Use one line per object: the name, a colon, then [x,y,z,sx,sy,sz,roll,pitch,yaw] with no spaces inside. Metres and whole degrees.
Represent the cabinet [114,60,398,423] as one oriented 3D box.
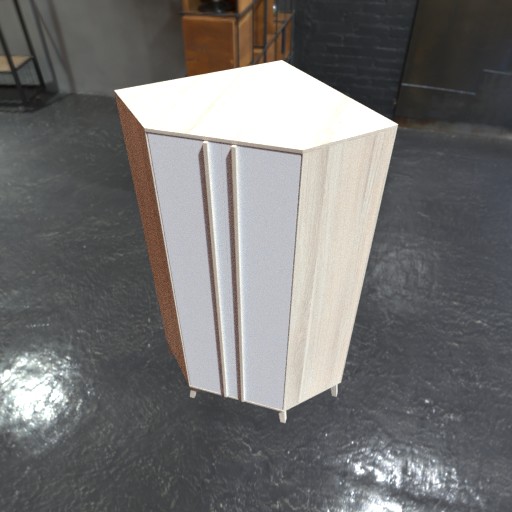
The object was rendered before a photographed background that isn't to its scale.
cabinet: [0.000,0.000,2.654,1.272,1.957,0.969,11,42,12]
